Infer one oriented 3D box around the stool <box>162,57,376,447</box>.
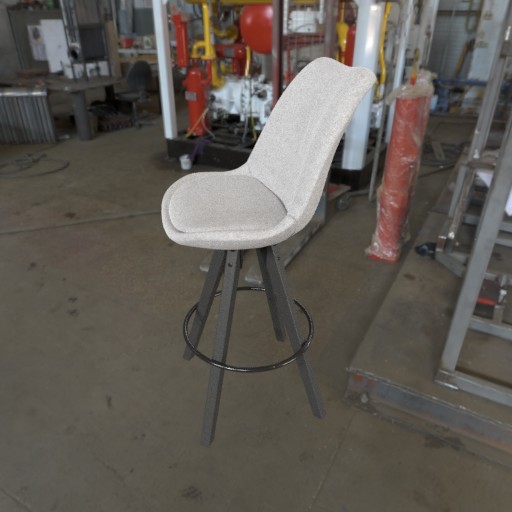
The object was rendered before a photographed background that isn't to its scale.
[{"bbox_3d":[0.000,0.000,1.399,0.550,1.115,0.485,-8,31,-14],"label":"stool"}]
